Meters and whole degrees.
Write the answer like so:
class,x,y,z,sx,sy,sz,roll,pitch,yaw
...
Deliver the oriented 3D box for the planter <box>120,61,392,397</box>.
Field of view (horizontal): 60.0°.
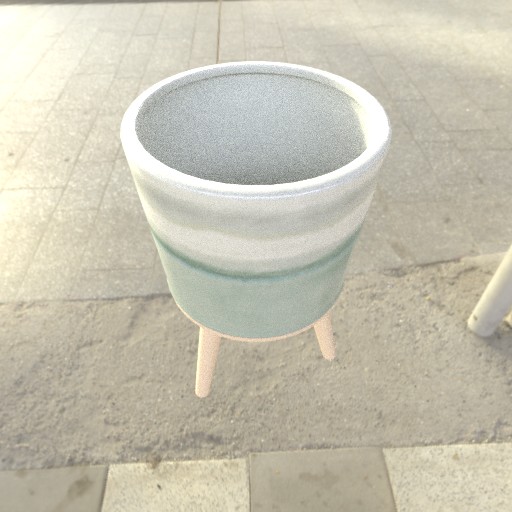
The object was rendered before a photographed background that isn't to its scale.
class,x,y,z,sx,sy,sz,roll,pitch,yaw
planter,0.000,0.000,0.583,0.265,0.404,0.265,-3,46,-3
